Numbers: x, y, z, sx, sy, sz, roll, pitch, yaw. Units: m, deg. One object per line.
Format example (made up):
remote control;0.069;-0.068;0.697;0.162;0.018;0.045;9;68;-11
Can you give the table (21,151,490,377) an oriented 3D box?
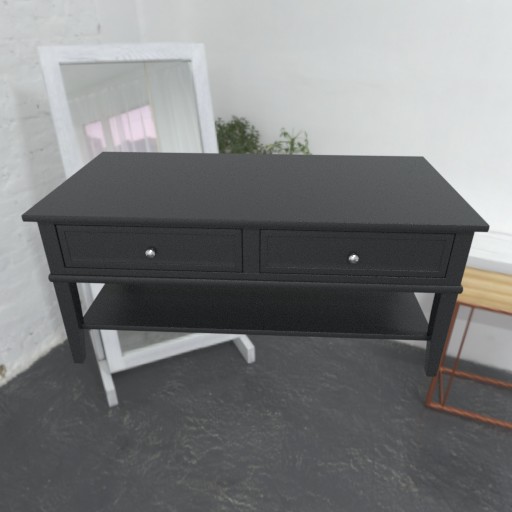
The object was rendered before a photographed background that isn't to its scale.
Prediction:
table;0.000;0.000;1.326;1.044;0.470;0.523;1;29;3
